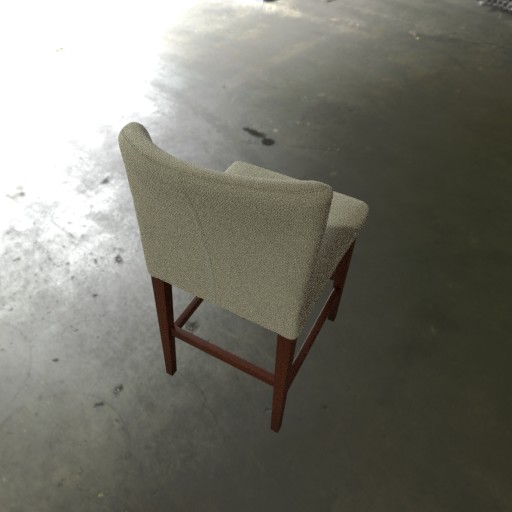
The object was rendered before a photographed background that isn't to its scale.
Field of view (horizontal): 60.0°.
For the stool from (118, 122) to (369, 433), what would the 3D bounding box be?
[{"bbox_3d":[0.000,0.000,1.293,0.481,0.969,0.568,22,51,19],"label":"stool"}]
